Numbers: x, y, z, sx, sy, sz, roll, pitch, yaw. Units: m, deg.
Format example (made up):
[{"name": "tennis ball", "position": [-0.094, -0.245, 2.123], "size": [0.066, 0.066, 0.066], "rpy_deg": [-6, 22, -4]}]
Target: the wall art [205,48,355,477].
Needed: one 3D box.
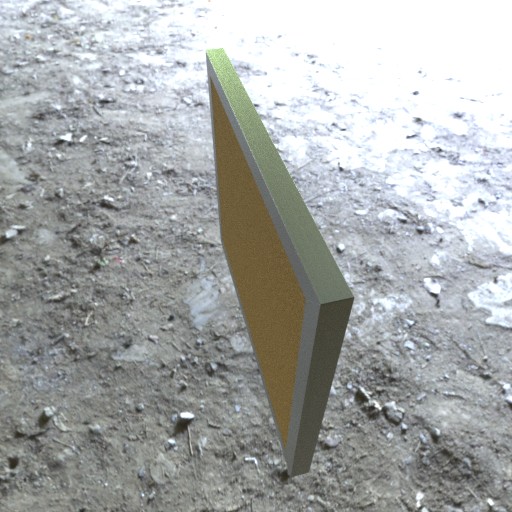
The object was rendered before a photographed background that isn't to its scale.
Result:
[{"name": "wall art", "position": [0.000, 0.000, 0.733], "size": [0.032, 0.456, 0.557], "rpy_deg": [-11, 47, -10]}]
